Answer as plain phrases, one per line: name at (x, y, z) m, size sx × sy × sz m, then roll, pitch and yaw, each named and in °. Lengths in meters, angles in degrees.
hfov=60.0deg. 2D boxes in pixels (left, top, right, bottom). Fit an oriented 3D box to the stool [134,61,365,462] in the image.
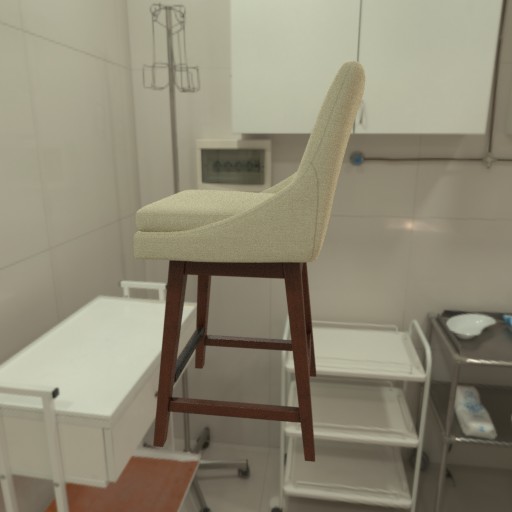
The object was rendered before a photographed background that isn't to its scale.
stool at (0.000, 0.000, 1.295) m, size 0.559 × 0.991 × 0.469 m, roll 2°, pitch 15°, yaw 8°
